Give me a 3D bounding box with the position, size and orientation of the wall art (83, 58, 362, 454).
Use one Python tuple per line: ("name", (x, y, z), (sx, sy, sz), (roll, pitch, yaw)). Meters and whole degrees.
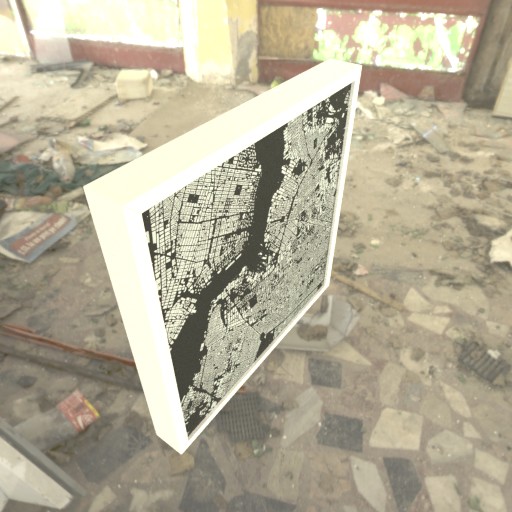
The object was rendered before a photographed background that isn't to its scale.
("wall art", (0.000, 0.000, 0.453), (0.037, 0.305, 0.305), (26, 47, 27))
